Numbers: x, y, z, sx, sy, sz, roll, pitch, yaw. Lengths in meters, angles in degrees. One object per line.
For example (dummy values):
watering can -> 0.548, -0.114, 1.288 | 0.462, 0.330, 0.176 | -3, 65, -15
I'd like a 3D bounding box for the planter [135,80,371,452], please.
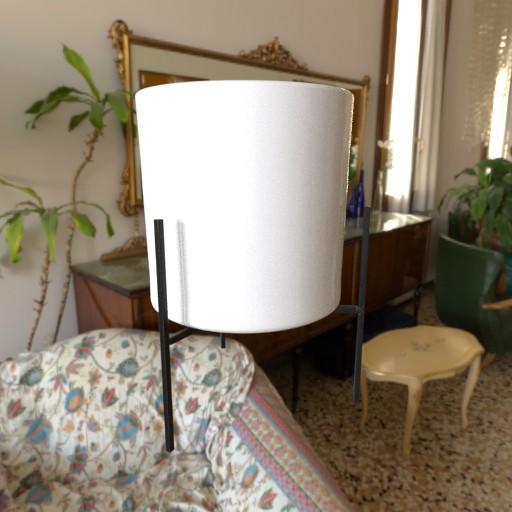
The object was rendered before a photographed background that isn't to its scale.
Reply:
planter -> 0.000, 0.000, 0.629 | 0.308, 0.431, 0.307 | 2, 13, 9
